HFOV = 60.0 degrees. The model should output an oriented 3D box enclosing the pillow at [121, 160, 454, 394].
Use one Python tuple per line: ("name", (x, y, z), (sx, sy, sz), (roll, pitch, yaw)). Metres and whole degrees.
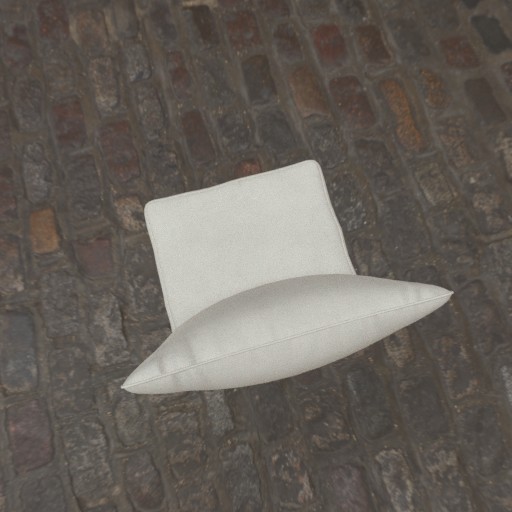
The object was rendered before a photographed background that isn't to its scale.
("pillow", (0.000, 0.000, 1.369), (0.798, 0.716, 0.733), (-15, 77, -4))
